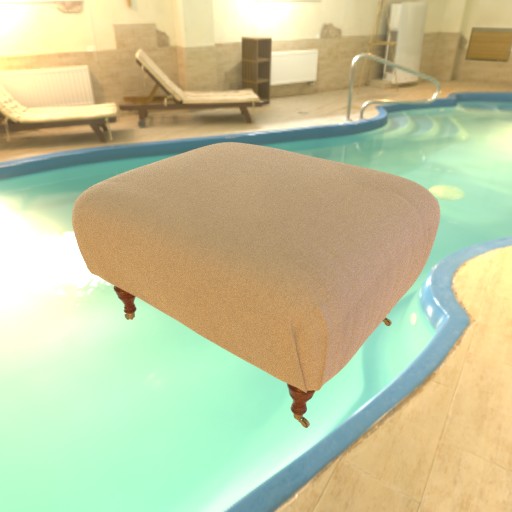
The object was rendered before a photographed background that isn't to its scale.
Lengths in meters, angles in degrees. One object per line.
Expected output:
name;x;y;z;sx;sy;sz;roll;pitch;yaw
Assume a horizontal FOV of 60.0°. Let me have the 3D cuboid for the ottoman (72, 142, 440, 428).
ottoman;0.000;0.000;1.146;0.746;0.450;0.622;21;37;32
